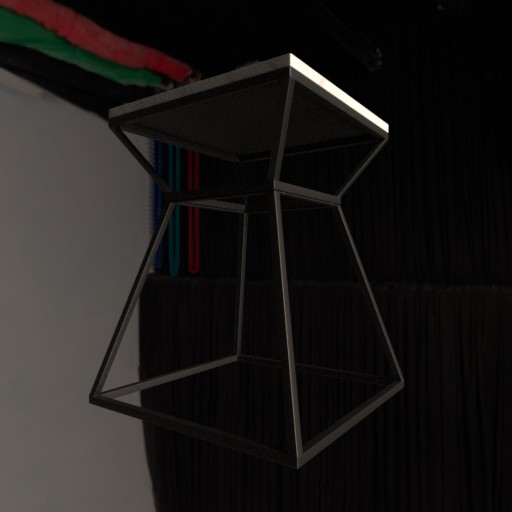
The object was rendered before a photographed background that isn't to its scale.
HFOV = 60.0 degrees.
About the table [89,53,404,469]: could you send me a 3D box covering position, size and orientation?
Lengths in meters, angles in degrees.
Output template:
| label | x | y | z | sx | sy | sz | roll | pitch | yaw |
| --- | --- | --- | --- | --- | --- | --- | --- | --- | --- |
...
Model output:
| label | x | y | z | sx | sy | sz | roll | pitch | yaw |
| --- | --- | --- | --- | --- | --- | --- | --- | --- | --- |
| table | 0.000 | 0.000 | 0.894 | 0.455 | 0.559 | 0.455 | 0 | 0 | 35 |
